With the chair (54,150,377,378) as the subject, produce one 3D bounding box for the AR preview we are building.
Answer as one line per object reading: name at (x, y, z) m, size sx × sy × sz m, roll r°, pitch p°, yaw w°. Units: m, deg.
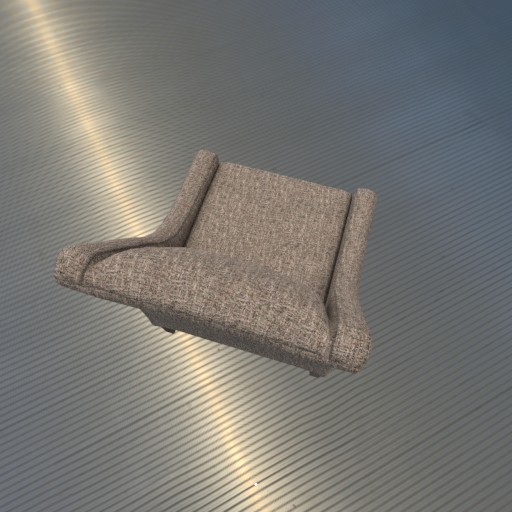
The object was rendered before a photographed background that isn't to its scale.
chair at (0.000, 0.000, 1.601) m, size 0.774 × 1.014 × 0.870 m, roll 15°, pitch 64°, yaw 8°
